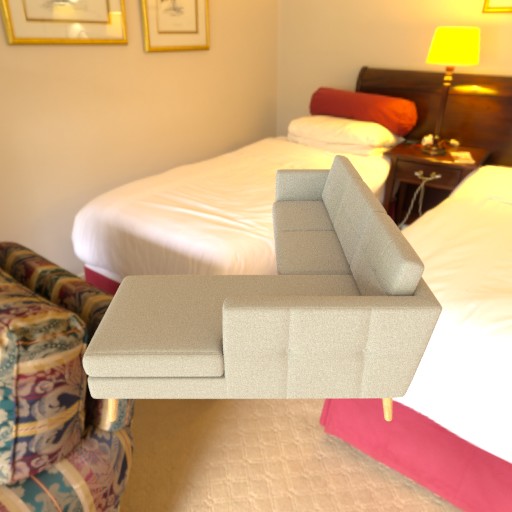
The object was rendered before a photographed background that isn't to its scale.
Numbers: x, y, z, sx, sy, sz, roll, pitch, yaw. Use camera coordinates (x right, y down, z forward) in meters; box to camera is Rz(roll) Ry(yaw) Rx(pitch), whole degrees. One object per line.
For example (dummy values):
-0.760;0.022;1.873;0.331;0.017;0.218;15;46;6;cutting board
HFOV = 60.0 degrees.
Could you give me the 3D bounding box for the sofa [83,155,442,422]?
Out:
0.000;0.000;2.820;1.530;0.860;2.040;0;27;0;sofa
